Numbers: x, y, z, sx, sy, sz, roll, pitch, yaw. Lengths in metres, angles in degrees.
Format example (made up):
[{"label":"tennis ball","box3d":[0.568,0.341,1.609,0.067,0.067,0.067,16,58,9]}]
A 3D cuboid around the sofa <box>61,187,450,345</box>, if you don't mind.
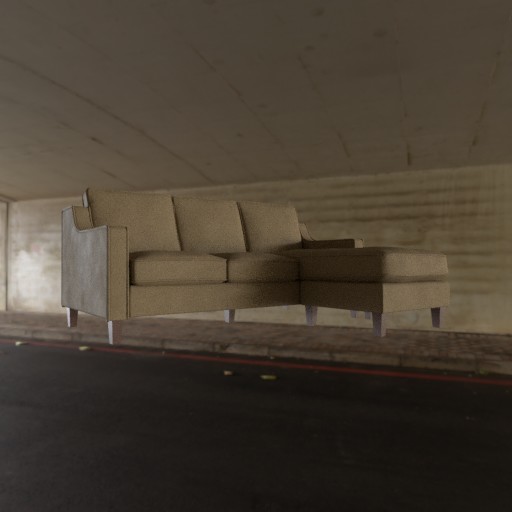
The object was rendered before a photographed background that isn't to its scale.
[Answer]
[{"label":"sofa","box3d":[0.000,0.000,3.332,2.317,1.066,1.858,1,-1,-37]}]
